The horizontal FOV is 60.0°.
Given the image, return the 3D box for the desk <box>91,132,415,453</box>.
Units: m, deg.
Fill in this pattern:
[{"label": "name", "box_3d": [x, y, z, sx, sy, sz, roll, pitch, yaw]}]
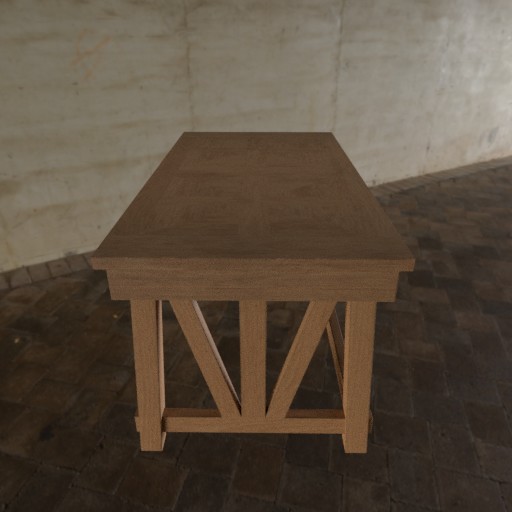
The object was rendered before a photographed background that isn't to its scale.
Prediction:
[{"label": "desk", "box_3d": [0.000, 0.000, 1.948, 0.813, 0.762, 1.499, 0, 27, 1]}]
